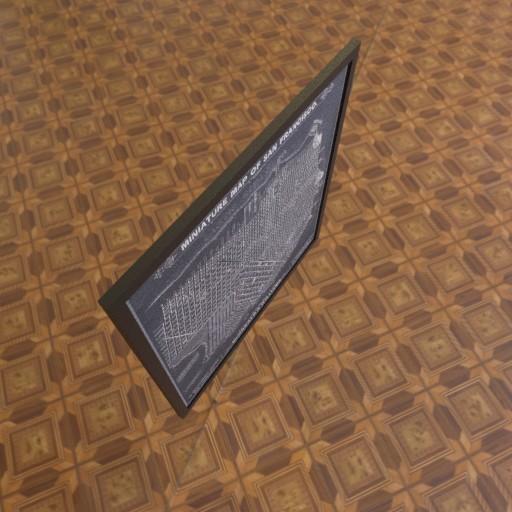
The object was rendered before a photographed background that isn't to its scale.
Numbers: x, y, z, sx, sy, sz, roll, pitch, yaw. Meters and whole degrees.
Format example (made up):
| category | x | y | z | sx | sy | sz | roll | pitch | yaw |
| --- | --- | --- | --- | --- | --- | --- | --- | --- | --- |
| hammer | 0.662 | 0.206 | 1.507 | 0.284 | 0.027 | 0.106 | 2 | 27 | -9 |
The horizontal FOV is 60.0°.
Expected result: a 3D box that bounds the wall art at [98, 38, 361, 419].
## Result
| category | x | y | z | sx | sy | sz | roll | pitch | yaw |
| --- | --- | --- | --- | --- | --- | --- | --- | --- | --- |
| wall art | 0.000 | 0.000 | 1.181 | 0.022 | 0.807 | 0.807 | 31 | 63 | 17 |
